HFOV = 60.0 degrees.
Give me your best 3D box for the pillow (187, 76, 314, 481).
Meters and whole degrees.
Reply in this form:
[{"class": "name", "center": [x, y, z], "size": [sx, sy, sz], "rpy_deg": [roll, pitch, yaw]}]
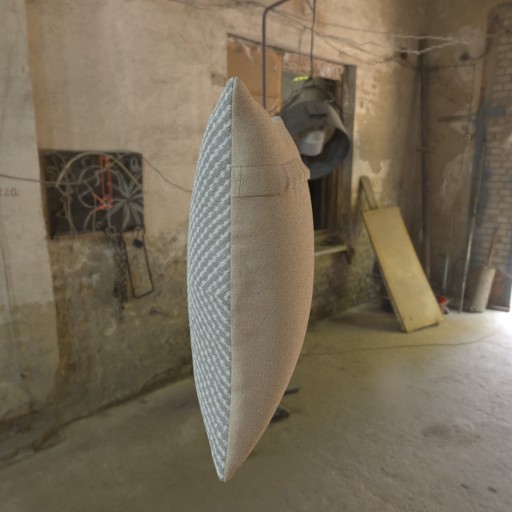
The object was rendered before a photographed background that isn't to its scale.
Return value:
[{"class": "pillow", "center": [0.000, 0.000, 0.695], "size": [0.181, 0.458, 0.459], "rpy_deg": [2, 13, 8]}]
